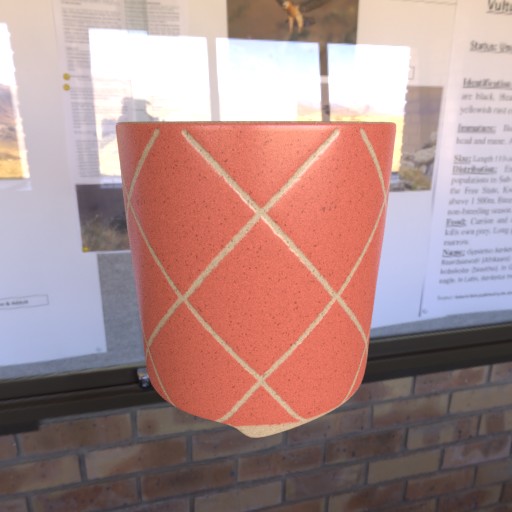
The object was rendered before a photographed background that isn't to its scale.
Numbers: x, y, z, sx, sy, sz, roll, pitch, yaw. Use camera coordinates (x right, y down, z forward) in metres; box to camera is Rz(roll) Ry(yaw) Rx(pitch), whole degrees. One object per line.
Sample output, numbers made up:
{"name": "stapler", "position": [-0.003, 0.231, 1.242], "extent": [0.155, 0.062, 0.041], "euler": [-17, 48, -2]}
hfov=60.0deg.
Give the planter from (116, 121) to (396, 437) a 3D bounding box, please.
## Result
{"name": "planter", "position": [0.000, 0.000, 0.407], "extent": [0.227, 0.235, 0.227], "euler": [0, 16, 0]}
